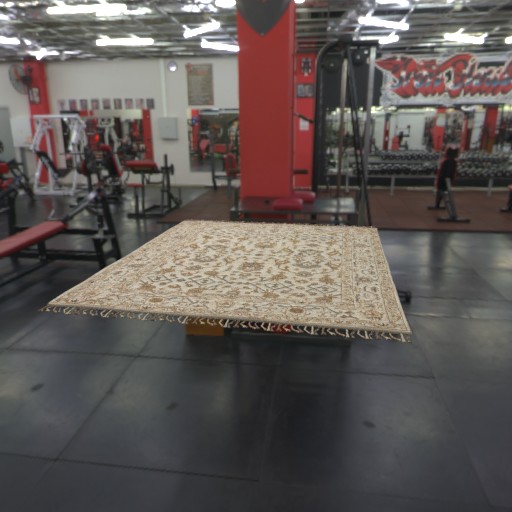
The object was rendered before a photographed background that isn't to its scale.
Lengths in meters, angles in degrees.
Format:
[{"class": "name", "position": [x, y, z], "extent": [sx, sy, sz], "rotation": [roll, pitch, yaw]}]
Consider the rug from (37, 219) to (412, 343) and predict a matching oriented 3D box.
[{"class": "rug", "position": [0.000, 0.000, 4.177], "extent": [2.426, 0.034, 3.061], "rotation": [3, 17, 10]}]
